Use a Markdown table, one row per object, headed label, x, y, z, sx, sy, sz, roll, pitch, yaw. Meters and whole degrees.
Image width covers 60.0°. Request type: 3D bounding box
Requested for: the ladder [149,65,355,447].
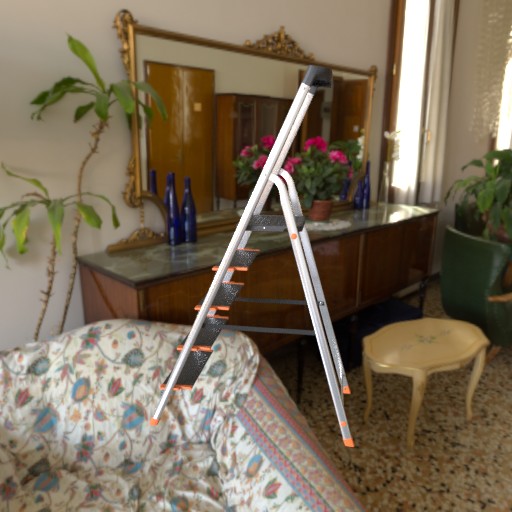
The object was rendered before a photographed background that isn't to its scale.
| label | x | y | z | sx | sy | sz | roll | pitch | yaw |
| --- | --- | --- | --- | --- | --- | --- | --- | --- | --- |
| ladder | 0.000 | 0.000 | 2.132 | 0.995 | 1.646 | 0.480 | 2 | 15 | 9 |
